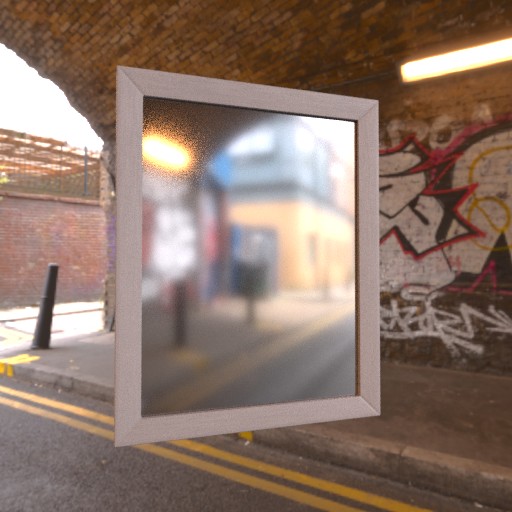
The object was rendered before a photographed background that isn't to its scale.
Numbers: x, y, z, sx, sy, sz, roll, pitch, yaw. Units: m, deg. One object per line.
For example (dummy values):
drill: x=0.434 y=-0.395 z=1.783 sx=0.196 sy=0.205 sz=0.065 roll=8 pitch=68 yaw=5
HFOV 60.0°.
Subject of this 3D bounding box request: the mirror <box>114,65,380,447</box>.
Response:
mirror: x=0.000 y=0.000 z=0.670 sx=0.405 sy=0.508 sz=0.041 roll=0 pitch=-1 yaw=-18
